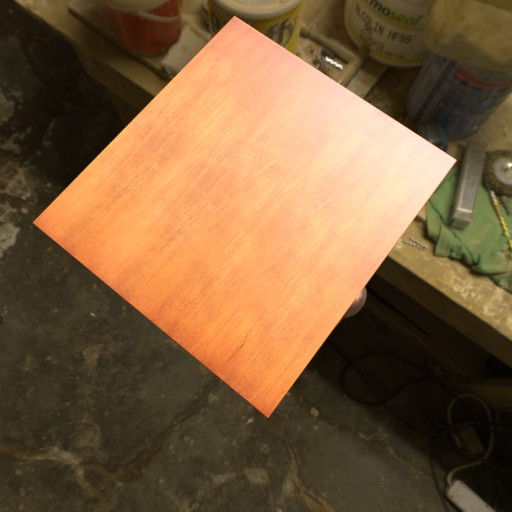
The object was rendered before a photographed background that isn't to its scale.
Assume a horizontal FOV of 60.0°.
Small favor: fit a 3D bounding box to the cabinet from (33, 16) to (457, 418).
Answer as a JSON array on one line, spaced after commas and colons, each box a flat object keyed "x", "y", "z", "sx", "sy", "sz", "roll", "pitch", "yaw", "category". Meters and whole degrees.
[{"x": 0.000, "y": 0.000, "z": 0.851, "sx": 0.401, "sy": 0.579, "sz": 0.409, "roll": 37, "pitch": 78, "yaw": 10, "category": "cabinet"}]
